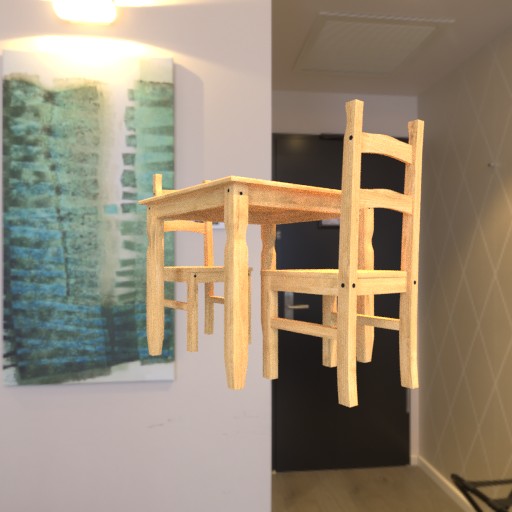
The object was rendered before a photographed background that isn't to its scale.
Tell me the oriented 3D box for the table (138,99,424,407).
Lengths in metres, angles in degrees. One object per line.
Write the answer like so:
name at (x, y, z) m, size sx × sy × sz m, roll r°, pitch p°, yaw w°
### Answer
table at (0.000, 0.000, 2.054) m, size 0.813 × 0.942 × 1.501 m, roll 0°, pitch -1°, yaw -37°
